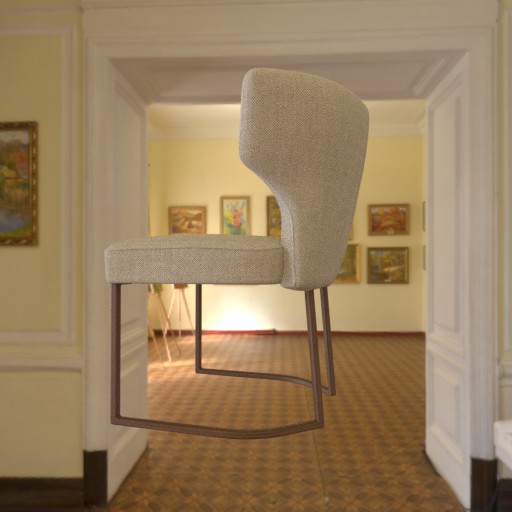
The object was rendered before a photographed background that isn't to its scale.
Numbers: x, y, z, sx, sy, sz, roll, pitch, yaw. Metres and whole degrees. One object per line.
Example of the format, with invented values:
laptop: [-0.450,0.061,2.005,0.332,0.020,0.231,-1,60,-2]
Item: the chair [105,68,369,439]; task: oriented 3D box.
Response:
chair: [0.000,0.000,1.245,0.617,0.824,0.611,0,0,16]
